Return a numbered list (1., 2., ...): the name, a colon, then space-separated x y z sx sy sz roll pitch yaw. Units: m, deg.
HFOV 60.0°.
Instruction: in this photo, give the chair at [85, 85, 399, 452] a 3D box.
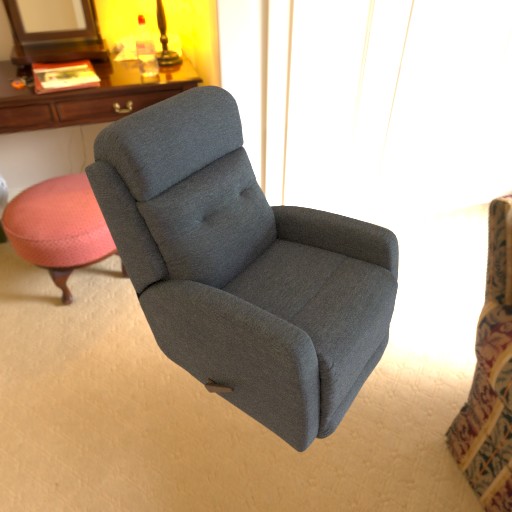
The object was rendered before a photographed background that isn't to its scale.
1. chair: 0.000 0.000 1.708 1.043 1.013 0.798 26 46 27
